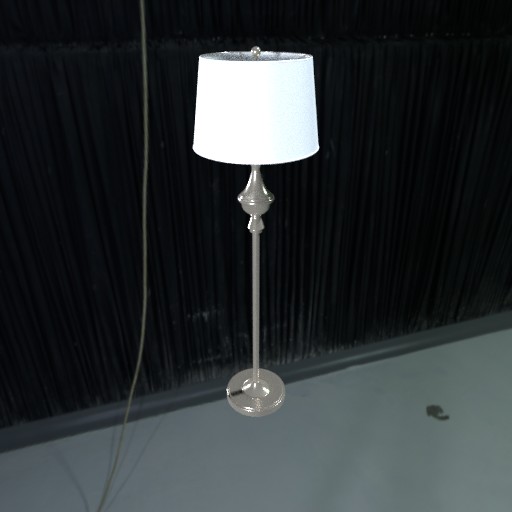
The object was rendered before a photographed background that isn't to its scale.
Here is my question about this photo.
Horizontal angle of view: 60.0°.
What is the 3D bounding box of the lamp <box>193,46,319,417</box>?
[{"bbox_3d":[0.000,0.000,1.737,0.431,1.488,0.431,0,29,0],"label":"lamp"}]
